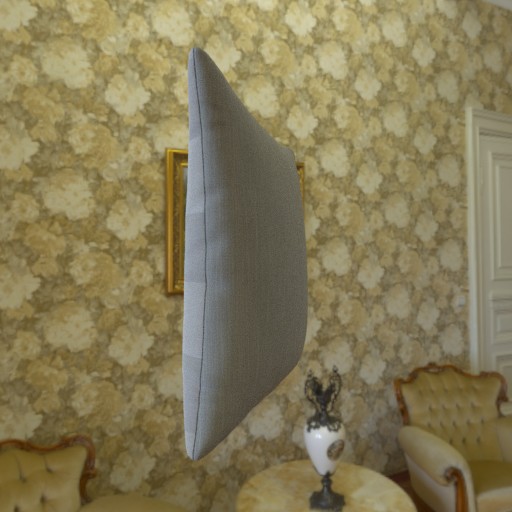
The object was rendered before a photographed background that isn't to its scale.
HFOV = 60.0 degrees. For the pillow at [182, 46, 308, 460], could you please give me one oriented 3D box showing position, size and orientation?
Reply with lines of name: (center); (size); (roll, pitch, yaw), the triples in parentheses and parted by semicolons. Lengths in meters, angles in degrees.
pillow: (0.000, 0.000, 0.782); (0.161, 0.509, 0.511); (0, -1, 17)
